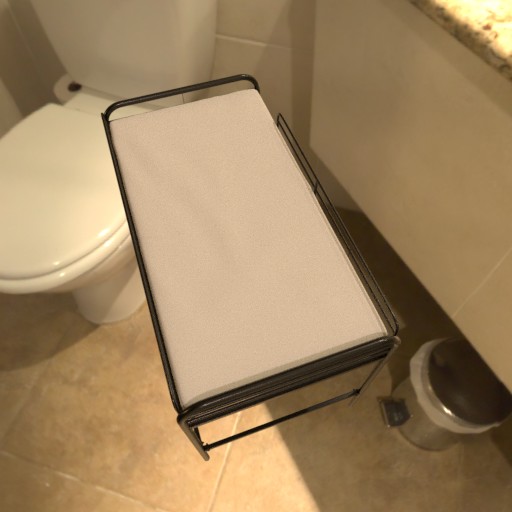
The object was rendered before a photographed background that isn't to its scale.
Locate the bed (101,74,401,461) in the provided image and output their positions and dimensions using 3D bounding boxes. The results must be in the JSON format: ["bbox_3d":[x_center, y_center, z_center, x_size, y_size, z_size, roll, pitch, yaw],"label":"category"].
[{"bbox_3d":[0.000,0.000,2.907,1.393,1.289,1.968,-17,60,-10],"label":"bed"}]
